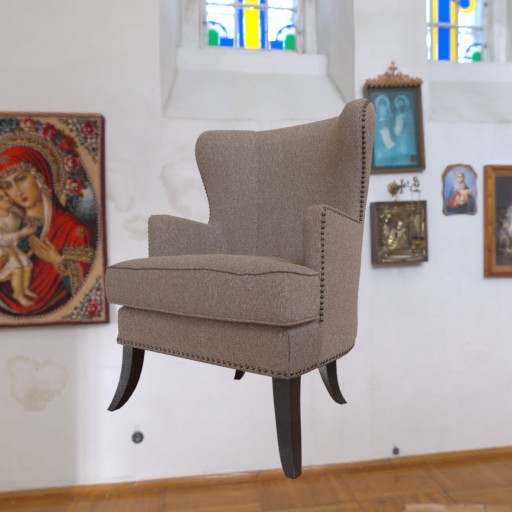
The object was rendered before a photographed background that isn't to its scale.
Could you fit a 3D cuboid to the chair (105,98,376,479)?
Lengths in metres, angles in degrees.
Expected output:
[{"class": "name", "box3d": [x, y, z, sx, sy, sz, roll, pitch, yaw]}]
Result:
[{"class": "chair", "box3d": [0.000, 0.000, 1.566, 0.759, 1.060, 0.758, 1, 2, 37]}]
